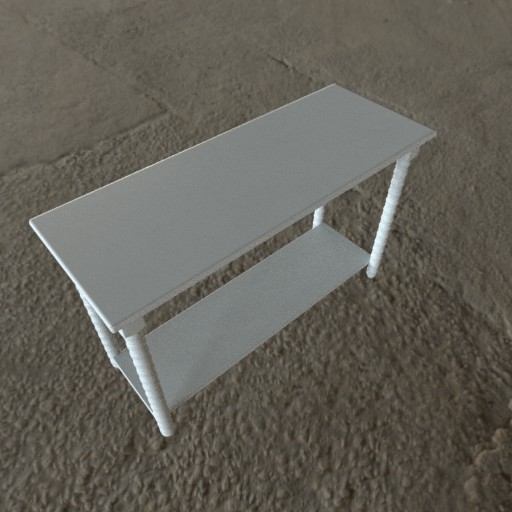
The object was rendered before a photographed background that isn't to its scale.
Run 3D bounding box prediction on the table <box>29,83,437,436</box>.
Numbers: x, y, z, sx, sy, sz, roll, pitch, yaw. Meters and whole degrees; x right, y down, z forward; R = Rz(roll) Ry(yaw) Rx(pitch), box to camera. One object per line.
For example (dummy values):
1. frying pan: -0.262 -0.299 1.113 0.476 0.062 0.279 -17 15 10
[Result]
1. table: 0.000 0.000 1.567 1.184 0.740 0.459 -32 55 -27
